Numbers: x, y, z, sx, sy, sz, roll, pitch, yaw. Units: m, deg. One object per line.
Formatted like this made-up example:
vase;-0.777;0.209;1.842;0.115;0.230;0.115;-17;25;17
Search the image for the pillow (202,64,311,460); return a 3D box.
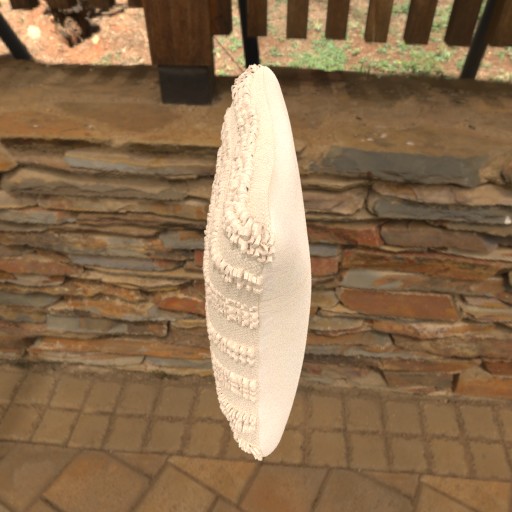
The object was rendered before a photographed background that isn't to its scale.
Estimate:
pillow;0.000;0.000;0.658;0.145;0.427;0.437;0;41;0
